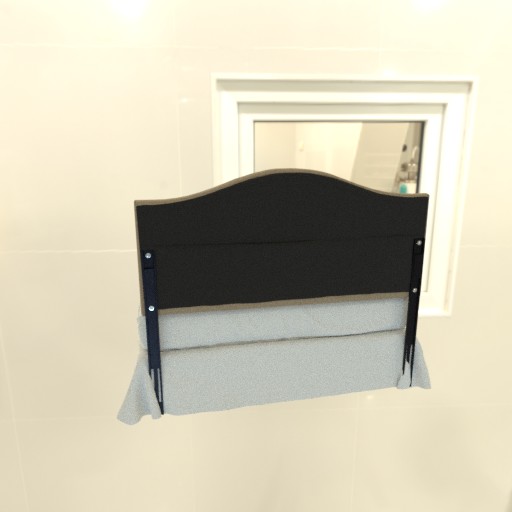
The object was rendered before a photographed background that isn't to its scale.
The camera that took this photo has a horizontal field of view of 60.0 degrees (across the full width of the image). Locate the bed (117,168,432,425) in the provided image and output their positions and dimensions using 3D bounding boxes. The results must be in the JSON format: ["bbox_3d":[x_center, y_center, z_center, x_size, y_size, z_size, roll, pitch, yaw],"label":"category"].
[{"bbox_3d":[0.000,0.000,3.972,2.311,1.651,2.222,-3,15,-11],"label":"bed"}]
